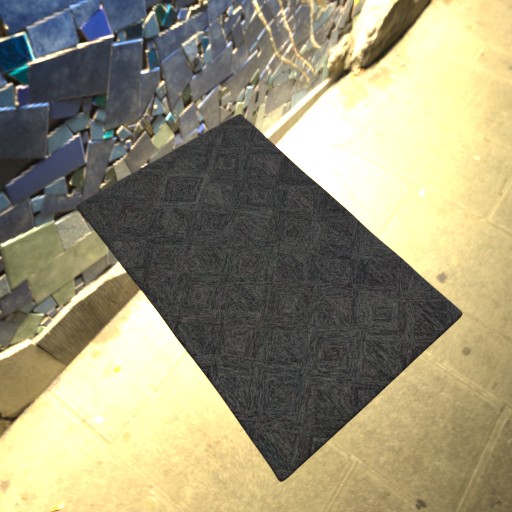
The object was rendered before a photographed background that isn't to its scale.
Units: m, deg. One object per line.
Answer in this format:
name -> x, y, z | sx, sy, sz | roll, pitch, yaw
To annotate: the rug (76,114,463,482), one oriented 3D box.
rug -> 0.000, 0.000, 2.276 | 1.158, 0.013, 1.752 | -35, 66, -18
